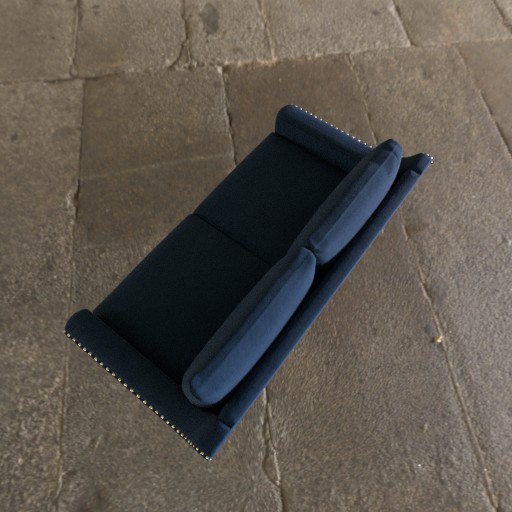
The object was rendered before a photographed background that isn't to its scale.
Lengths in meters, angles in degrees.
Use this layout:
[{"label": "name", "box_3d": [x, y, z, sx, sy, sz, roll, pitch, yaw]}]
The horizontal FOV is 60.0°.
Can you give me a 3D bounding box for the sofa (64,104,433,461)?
[{"label": "sofa", "box_3d": [0.000, 0.000, 2.740, 1.104, 0.983, 2.107, 34, 68, 16]}]
